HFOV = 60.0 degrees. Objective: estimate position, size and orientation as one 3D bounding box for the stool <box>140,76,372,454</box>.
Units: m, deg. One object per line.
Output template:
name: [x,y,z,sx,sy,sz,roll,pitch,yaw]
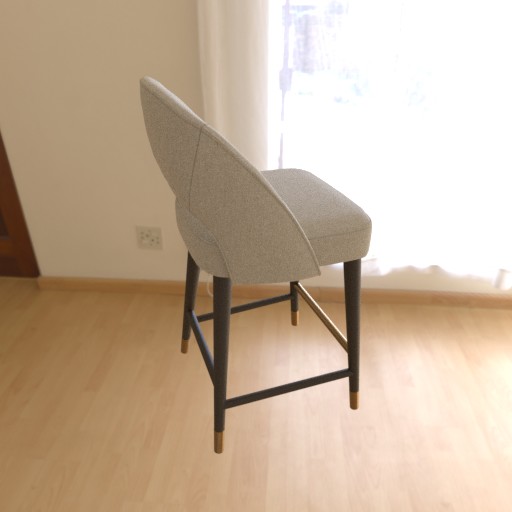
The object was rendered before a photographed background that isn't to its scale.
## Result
stool: [0.000,0.000,1.224,0.509,0.940,0.494,-11,32,-18]
